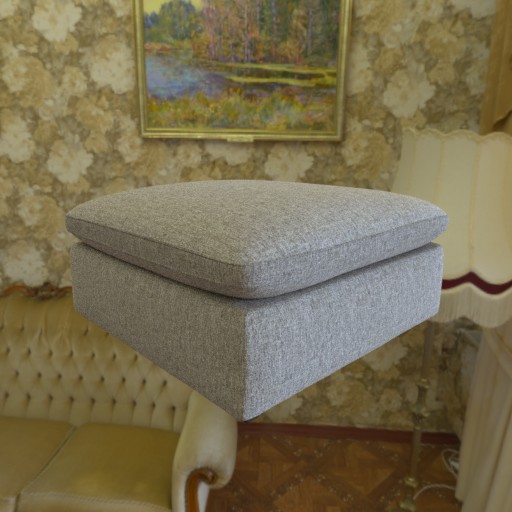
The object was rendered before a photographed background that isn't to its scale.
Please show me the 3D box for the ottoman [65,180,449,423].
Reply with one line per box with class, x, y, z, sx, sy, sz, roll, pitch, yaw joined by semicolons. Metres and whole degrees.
ottoman;0.000;0.000;1.641;1.039;0.526;1.035;-13;19;-42
